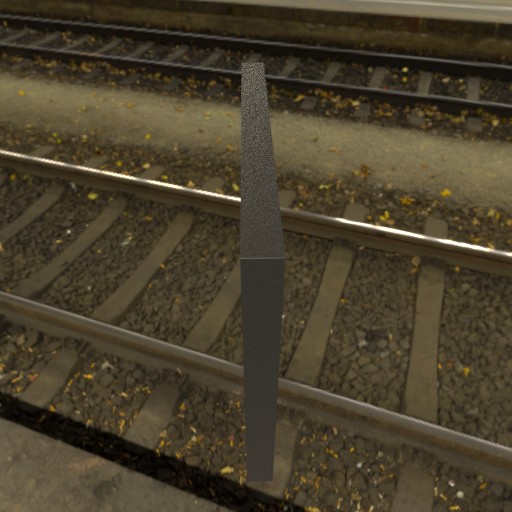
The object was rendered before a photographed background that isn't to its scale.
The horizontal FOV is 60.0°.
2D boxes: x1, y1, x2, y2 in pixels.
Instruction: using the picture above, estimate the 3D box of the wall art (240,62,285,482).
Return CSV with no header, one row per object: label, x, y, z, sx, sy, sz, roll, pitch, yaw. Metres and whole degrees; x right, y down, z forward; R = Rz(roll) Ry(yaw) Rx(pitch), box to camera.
wall art,0.000,0.000,0.523,0.028,0.321,0.381,-1,41,-1
